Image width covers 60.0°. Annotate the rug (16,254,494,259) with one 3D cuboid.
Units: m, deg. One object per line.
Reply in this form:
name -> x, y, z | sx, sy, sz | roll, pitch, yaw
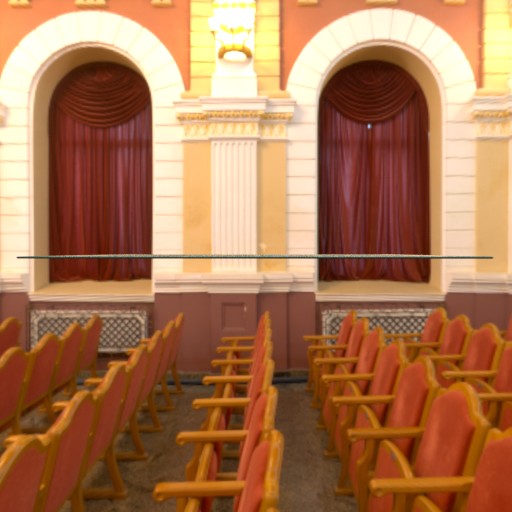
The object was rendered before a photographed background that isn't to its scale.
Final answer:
rug -> 0.000, 0.000, 3.934 | 3.044, 0.015, 2.226 | 0, 1, 1
